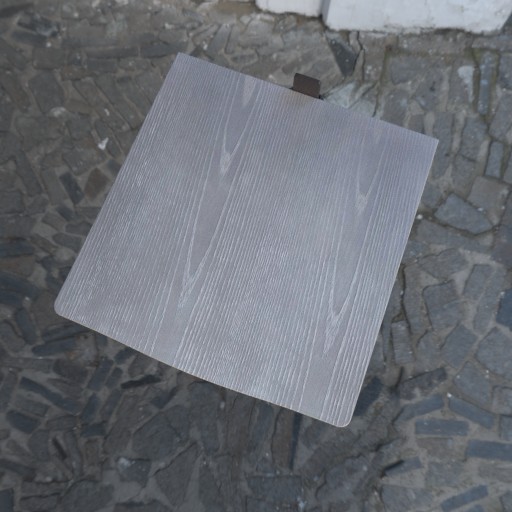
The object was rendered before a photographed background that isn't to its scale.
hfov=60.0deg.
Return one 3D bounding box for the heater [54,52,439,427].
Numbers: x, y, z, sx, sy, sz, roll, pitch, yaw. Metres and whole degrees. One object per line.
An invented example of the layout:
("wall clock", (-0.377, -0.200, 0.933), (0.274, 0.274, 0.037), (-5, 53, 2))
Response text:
("heater", (0.000, 0.000, 0.739), (0.362, 0.481, 0.400), (20, 77, 5))
